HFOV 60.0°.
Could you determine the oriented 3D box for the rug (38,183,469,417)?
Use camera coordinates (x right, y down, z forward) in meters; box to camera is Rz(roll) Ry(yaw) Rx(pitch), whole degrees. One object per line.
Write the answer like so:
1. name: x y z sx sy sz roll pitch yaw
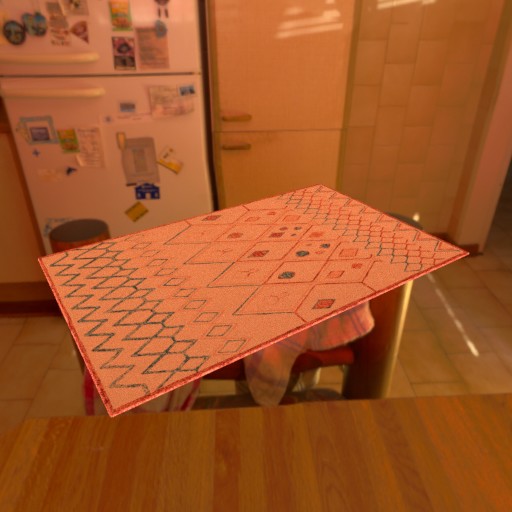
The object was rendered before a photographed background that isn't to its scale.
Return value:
1. rug: 0.000 0.000 2.950 2.438 0.015 1.524 -19 35 -28
